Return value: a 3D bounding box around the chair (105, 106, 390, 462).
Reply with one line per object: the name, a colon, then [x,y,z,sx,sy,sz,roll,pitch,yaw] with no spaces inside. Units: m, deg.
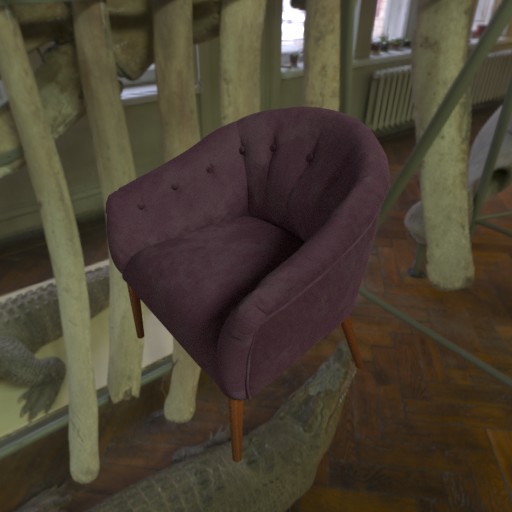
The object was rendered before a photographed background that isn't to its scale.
chair: [0.000,0.000,1.548,0.776,0.885,0.851,-23,40,-31]
